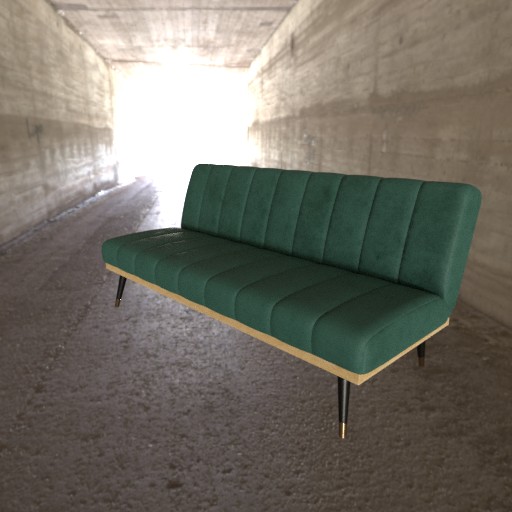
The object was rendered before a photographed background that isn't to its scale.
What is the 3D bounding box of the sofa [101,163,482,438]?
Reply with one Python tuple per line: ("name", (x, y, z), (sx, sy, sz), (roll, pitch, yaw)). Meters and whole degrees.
("sofa", (0.000, 0.000, 2.245), (0.830, 0.820, 1.810), (-15, 21, -42))
